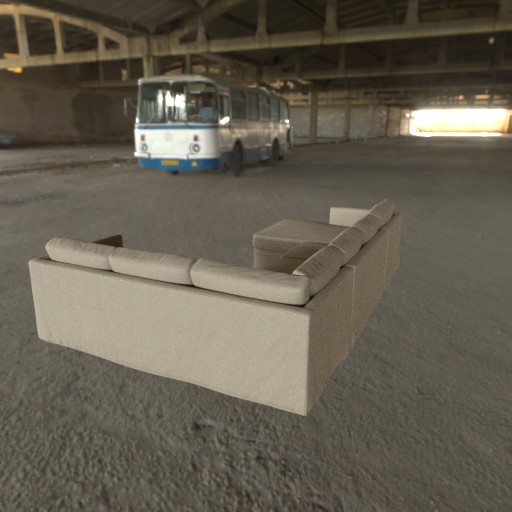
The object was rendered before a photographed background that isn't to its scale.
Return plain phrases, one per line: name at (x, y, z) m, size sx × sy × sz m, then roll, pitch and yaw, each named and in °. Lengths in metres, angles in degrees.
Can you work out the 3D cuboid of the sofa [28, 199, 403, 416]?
sofa at (0.000, 0.000, 4.626) m, size 2.476 × 0.878 × 3.528 m, roll 8°, pitch 18°, yaw 25°
